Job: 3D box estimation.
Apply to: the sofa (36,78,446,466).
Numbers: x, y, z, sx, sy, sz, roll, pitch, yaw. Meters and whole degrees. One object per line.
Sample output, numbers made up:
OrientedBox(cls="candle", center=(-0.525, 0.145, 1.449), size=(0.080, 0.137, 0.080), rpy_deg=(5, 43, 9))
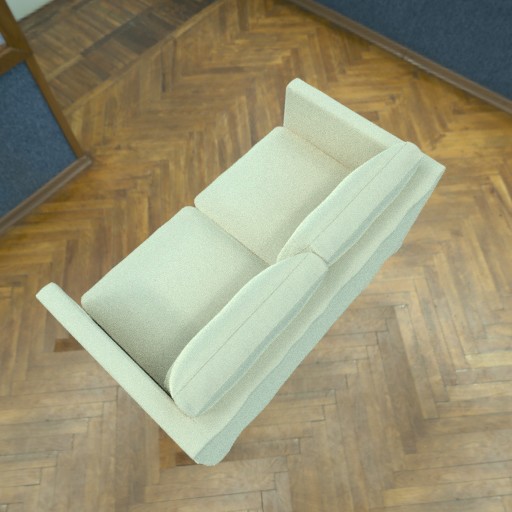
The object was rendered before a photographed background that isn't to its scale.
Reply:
OrientedBox(cls="sofa", center=(0.000, 0.000, 2.229), size=(0.962, 0.834, 1.746), rpy_deg=(38, 69, 18))
